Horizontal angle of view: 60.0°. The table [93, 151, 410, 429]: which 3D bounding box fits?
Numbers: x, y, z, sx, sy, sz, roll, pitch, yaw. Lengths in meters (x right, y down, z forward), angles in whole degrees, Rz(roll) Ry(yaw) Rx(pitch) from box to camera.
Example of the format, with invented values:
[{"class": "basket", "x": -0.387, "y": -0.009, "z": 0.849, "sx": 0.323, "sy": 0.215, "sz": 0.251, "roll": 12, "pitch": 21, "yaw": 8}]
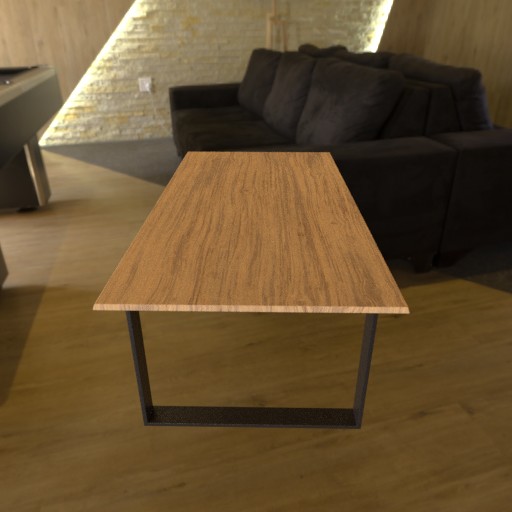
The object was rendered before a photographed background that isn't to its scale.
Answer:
[{"class": "table", "x": 0.000, "y": 0.000, "z": 1.655, "sx": 0.693, "sy": 0.445, "sz": 1.331, "roll": 0, "pitch": 27, "yaw": 1}]
